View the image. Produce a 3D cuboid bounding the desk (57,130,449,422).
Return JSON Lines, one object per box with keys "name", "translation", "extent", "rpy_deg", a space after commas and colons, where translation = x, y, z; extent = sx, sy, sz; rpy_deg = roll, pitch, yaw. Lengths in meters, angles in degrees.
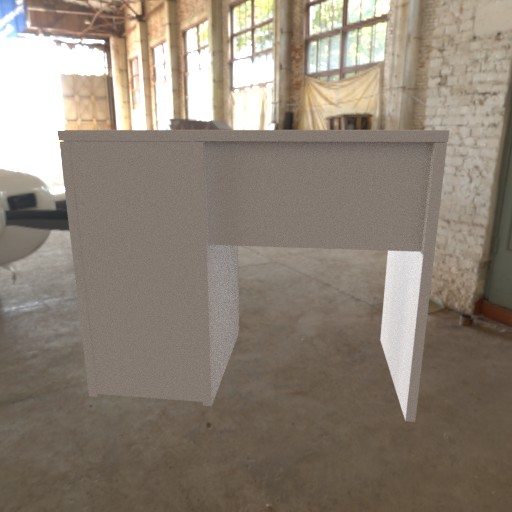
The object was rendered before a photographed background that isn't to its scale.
{"name": "desk", "translation": [0.000, 0.000, 1.335], "extent": [0.898, 0.730, 0.482], "rpy_deg": [2, 16, 7]}
